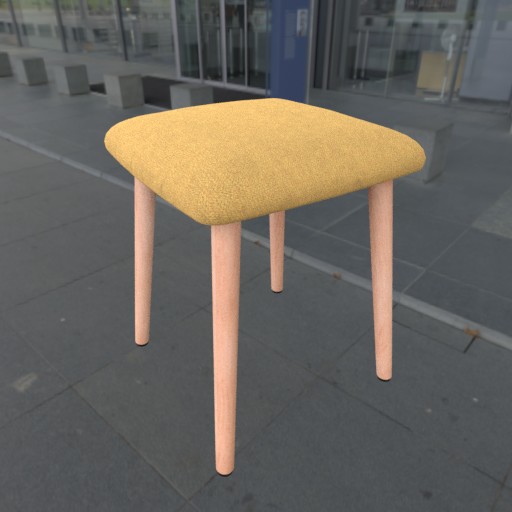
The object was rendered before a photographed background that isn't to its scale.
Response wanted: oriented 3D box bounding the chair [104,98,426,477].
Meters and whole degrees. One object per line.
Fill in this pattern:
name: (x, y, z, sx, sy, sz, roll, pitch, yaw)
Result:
chair: (0.000, 0.000, 0.707, 0.350, 0.440, 0.350, -18, 35, -28)
